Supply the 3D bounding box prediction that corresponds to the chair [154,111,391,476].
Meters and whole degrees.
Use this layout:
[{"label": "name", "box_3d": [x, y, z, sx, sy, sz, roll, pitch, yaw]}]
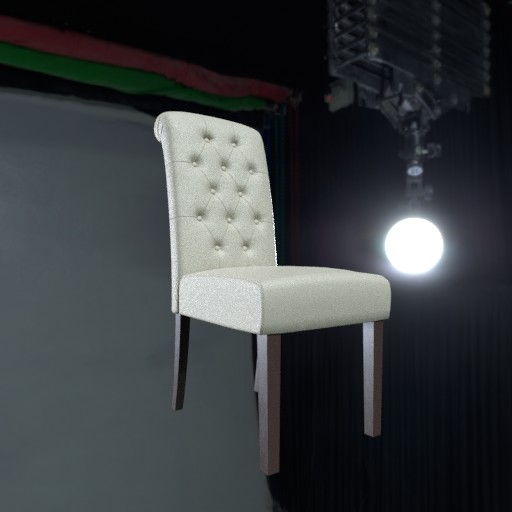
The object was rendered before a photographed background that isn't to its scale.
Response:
[{"label": "chair", "box_3d": [0.000, 0.000, 1.389, 0.456, 1.006, 0.671, 0, 0, -36]}]
